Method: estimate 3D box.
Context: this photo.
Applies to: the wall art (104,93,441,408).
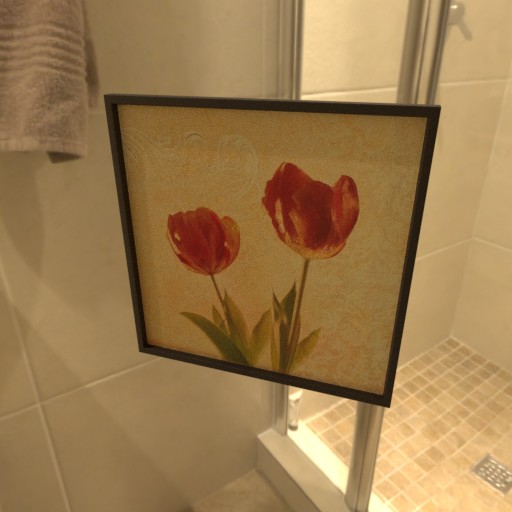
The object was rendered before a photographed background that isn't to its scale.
[{"bbox_3d":[0.000,0.000,1.202,0.805,0.807,0.043,8,26,17],"label":"wall art"}]
